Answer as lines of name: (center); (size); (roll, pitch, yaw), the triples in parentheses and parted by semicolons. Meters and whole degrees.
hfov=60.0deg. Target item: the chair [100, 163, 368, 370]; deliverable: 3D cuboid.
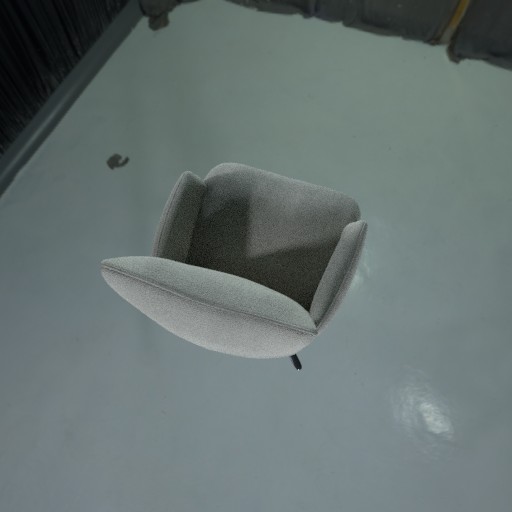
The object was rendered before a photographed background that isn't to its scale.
chair: (0.000, 0.000, 1.619); (0.711, 1.016, 0.889); (17, 65, 8)
